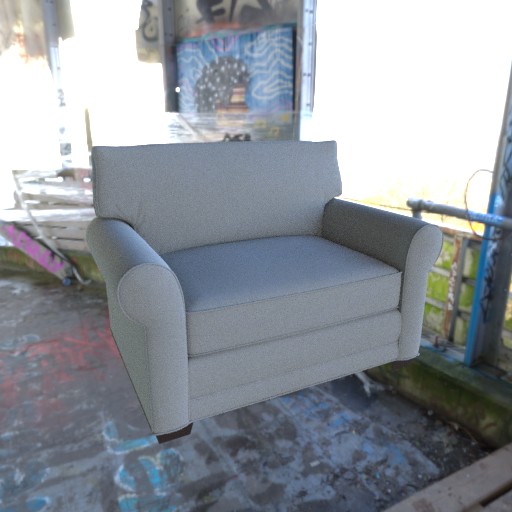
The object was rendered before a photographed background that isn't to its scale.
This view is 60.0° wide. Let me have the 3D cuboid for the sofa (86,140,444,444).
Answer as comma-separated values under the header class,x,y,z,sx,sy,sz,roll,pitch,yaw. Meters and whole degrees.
class,x,y,z,sx,sy,sz,roll,pitch,yaw
sofa,0.000,0.000,2.058,1.405,1.006,0.937,-8,19,-25
